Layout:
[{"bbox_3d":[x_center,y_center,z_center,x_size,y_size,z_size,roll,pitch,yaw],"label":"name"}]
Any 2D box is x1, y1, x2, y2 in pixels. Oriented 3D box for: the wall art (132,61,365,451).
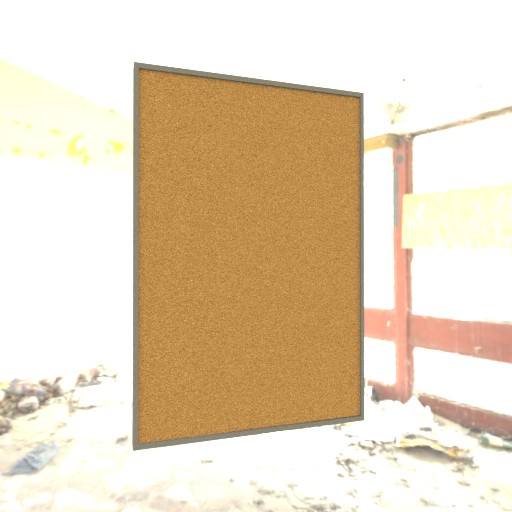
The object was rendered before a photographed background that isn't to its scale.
[{"bbox_3d":[0.000,0.000,0.954,0.511,0.753,0.039,0,0,-18],"label":"wall art"}]
